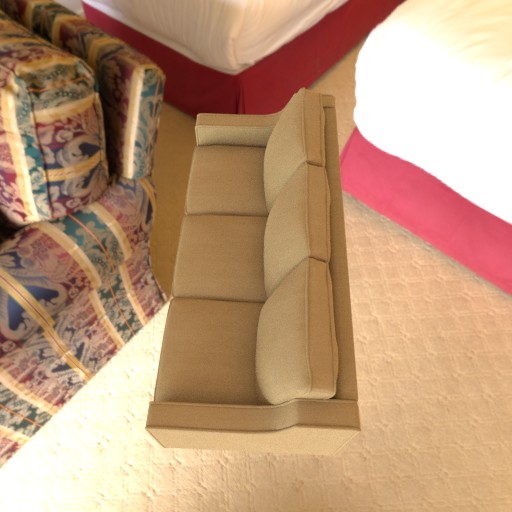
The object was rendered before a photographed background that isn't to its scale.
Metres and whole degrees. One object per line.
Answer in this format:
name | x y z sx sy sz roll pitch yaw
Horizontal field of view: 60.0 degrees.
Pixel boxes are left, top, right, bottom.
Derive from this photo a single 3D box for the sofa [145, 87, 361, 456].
sofa | 0.000 0.000 2.535 0.911 0.974 1.986 2 58 1
